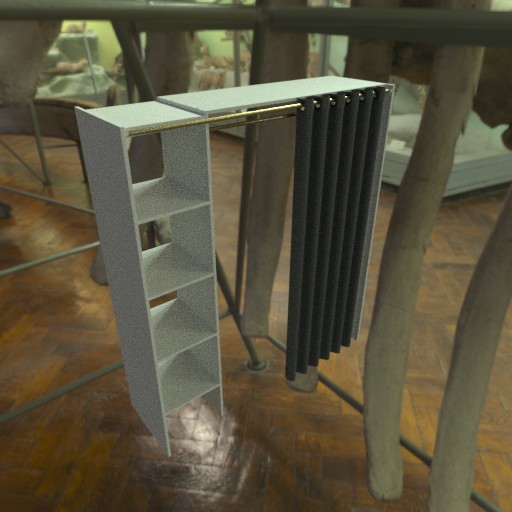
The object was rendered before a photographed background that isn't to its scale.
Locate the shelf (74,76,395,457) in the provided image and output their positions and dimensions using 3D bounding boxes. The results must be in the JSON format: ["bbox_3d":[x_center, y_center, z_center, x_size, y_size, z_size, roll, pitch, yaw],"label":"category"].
[{"bbox_3d":[0.000,0.000,2.609,1.600,1.810,0.500,-21,36,-33],"label":"shelf"}]
